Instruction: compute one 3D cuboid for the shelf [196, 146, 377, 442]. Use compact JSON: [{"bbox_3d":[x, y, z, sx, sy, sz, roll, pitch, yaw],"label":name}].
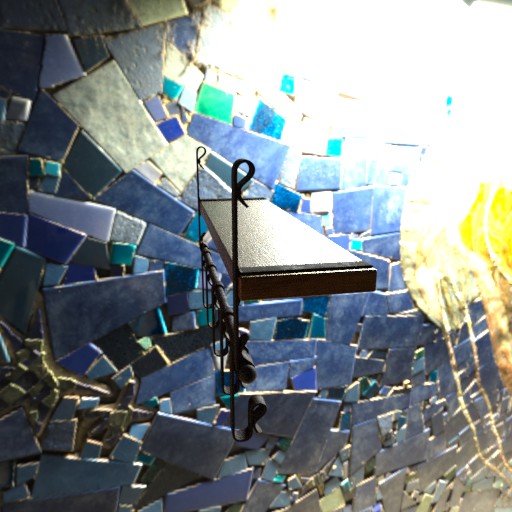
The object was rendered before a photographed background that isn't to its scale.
[{"bbox_3d":[0.000,0.000,0.710,0.146,0.330,0.567,-3,15,-11],"label":"shelf"}]
